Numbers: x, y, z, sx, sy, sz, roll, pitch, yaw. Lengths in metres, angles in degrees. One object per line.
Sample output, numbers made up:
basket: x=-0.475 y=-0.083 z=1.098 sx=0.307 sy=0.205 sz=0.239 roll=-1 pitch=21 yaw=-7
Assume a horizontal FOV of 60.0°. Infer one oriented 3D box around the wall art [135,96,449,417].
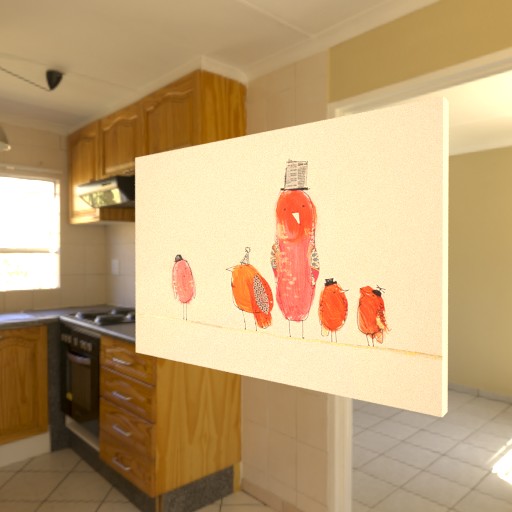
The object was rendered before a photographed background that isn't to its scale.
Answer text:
wall art: x=0.000 y=0.000 z=1.130 sx=0.914 sy=0.609 sz=0.038 roll=0 pitch=1 yaw=37
